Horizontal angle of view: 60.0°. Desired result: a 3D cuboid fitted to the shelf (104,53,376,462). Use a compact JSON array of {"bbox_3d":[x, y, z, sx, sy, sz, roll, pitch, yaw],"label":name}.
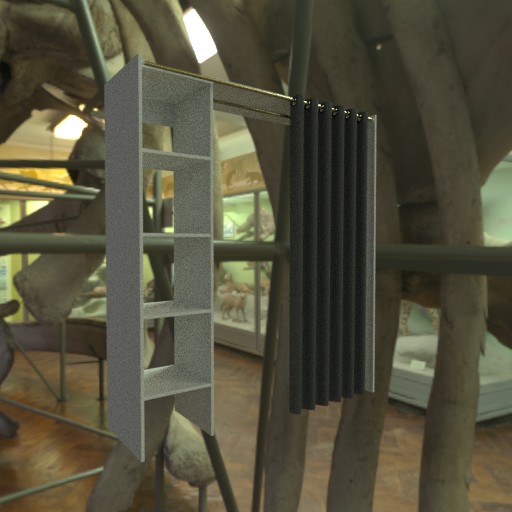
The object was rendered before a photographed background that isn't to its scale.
[{"bbox_3d":[0.000,0.000,2.610,1.600,1.810,0.500,-1,2,-36],"label":"shelf"}]
